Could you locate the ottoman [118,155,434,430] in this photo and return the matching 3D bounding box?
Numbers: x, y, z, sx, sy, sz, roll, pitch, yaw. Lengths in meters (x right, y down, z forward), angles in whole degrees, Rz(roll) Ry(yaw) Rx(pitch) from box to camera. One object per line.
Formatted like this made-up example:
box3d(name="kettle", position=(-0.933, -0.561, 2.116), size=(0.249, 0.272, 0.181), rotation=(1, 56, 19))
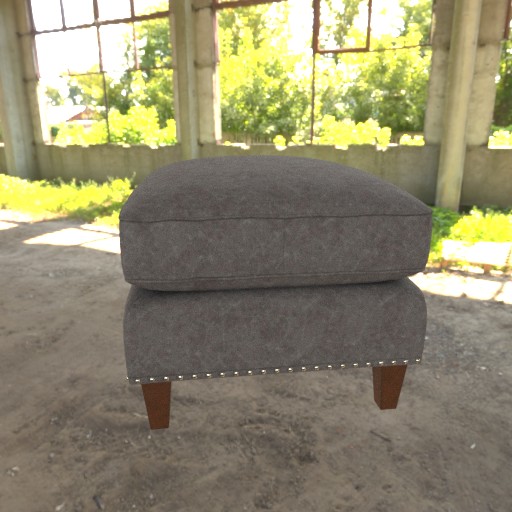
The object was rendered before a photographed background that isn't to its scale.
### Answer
box3d(name="ottoman", position=(0.000, 0.000, 1.163), size=(0.584, 0.513, 0.741), rotation=(-2, 16, -8))
